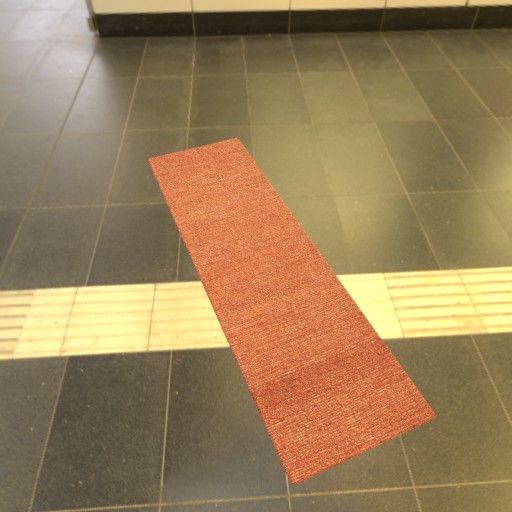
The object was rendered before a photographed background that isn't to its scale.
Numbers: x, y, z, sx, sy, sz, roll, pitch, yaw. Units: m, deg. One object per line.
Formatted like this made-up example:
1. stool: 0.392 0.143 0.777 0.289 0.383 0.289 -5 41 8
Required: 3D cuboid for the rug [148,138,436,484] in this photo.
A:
1. rug: 0.000 0.000 2.504 0.687 0.012 2.307 -17 50 -15
